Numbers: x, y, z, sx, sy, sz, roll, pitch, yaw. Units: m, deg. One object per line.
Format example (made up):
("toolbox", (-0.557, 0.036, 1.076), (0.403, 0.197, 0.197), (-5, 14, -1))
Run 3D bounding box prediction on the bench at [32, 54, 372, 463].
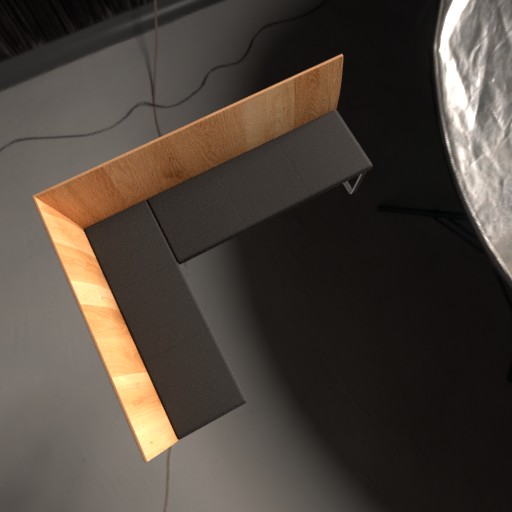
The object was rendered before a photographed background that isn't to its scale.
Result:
("bench", (0.000, 0.000, 2.778), (1.945, 0.930, 1.495), (-27, 76, -7))
